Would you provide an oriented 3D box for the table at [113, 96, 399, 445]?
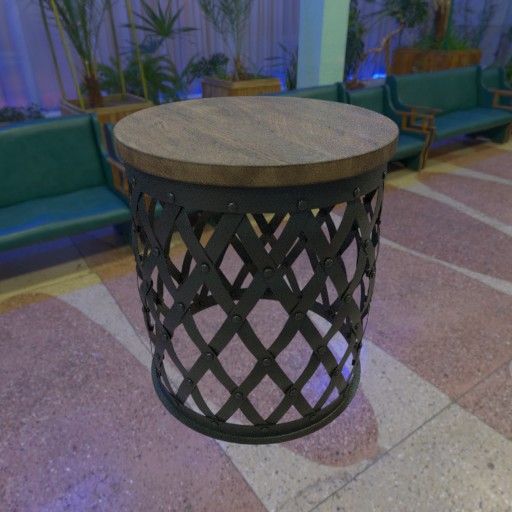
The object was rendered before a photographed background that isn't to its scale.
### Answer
[{"bbox_3d":[0.000,0.000,0.761,0.405,0.454,0.405,0,30,0],"label":"table"}]
